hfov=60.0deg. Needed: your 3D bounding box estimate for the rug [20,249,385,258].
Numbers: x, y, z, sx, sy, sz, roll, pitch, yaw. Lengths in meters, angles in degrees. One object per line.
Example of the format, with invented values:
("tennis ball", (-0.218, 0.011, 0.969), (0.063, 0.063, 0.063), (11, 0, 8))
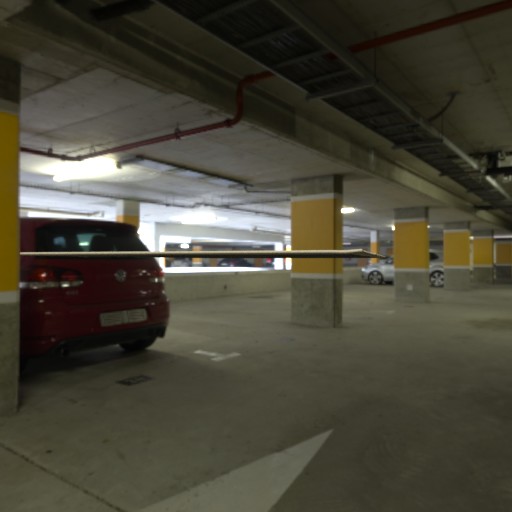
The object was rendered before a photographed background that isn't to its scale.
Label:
("rug", (0.000, 0.000, 2.875), (1.540, 0.021, 2.290), (0, -1, 18))
